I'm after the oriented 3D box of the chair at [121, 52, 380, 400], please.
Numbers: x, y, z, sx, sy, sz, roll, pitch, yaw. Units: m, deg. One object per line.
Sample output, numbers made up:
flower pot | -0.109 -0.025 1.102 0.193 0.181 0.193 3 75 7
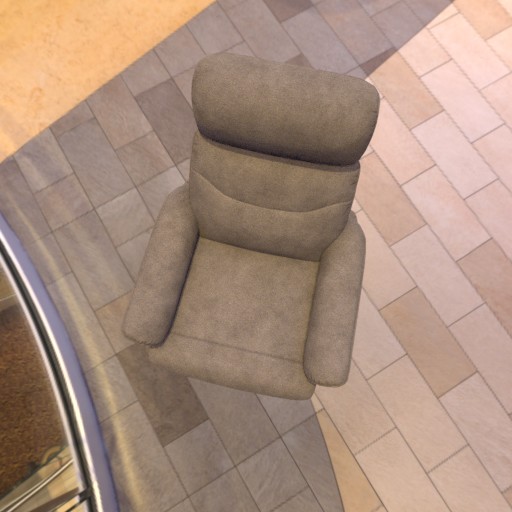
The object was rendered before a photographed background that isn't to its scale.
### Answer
chair | 0.000 0.000 1.714 0.830 1.036 1.009 12 76 3
